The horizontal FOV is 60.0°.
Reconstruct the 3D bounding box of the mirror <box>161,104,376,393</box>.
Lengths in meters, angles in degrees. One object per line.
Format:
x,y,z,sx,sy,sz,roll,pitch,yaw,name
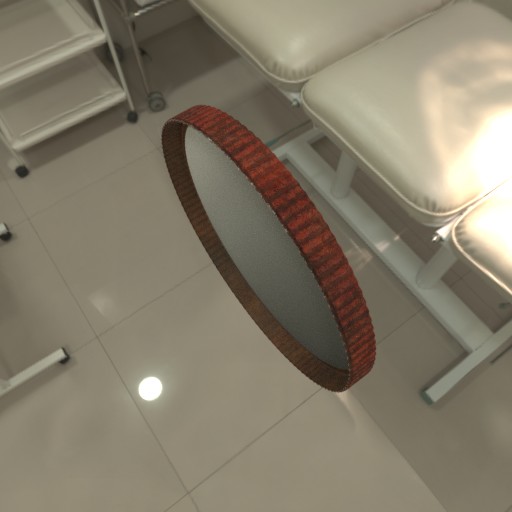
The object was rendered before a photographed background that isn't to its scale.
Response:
0.000,0.000,0.889,0.056,0.609,0.609,-33,68,-15,mirror
